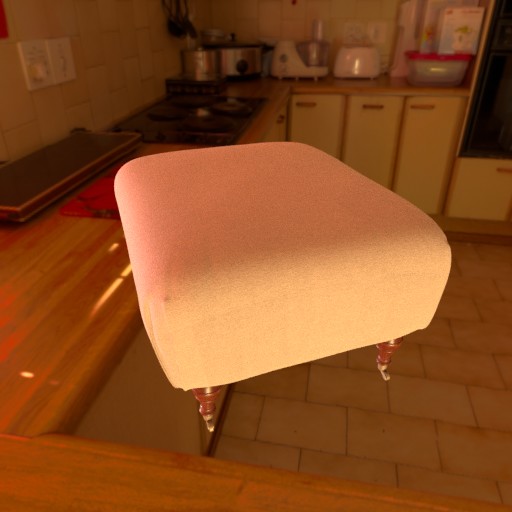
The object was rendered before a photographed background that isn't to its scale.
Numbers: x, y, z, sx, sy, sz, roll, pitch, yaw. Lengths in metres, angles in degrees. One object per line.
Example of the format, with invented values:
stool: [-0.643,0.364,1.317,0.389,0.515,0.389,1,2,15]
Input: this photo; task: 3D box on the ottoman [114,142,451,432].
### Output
ottoman: [0.000,0.000,1.132,0.622,0.450,0.746,-10,32,-17]
